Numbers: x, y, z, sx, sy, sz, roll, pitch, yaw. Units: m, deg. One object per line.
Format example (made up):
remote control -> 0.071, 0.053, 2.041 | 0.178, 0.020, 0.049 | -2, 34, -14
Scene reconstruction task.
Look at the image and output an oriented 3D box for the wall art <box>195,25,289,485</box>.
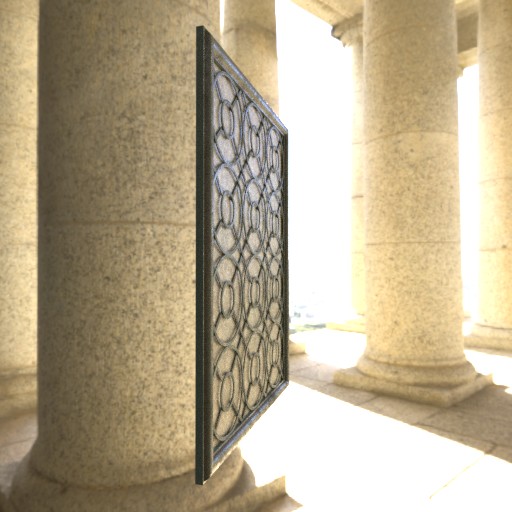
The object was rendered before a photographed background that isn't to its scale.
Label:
wall art -> 0.000, 0.000, 1.313 | 0.030, 0.983, 0.767 | 0, -1, 18
